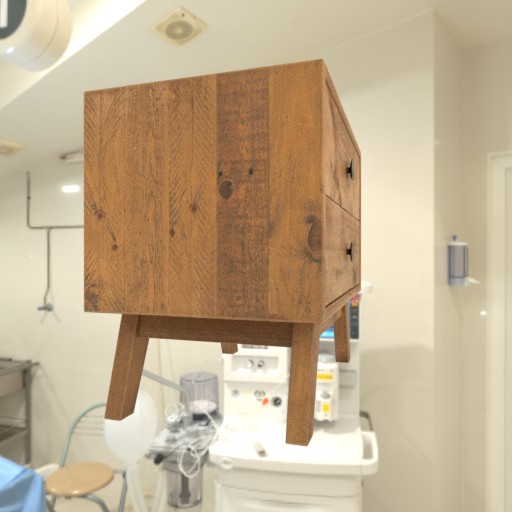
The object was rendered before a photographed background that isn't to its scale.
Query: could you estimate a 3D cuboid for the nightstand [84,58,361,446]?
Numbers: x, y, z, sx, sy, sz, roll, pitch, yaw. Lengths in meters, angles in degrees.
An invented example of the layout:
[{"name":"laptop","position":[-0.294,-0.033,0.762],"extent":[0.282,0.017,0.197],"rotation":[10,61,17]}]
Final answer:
[{"name":"nightstand","position":[0.000,0.000,1.044],"extent":[0.450,0.599,0.650],"rotation":[0,0,18]}]
